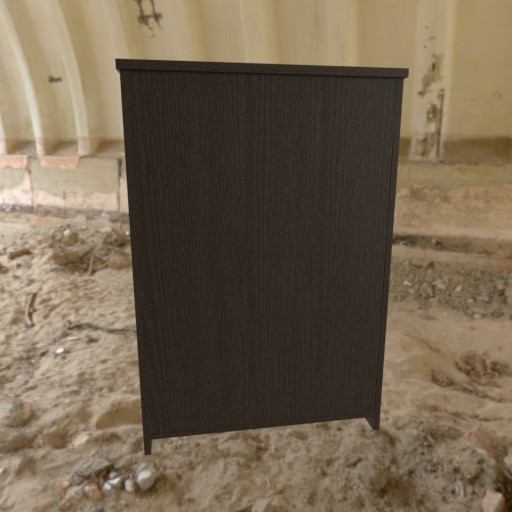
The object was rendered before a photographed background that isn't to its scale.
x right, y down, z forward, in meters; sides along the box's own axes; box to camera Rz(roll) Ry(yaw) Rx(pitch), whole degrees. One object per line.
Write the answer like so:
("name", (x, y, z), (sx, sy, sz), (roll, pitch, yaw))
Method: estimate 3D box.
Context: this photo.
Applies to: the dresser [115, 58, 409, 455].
("dresser", (0.000, 0.000, 1.349), (0.704, 1.020, 0.399), (-2, 13, -9))
